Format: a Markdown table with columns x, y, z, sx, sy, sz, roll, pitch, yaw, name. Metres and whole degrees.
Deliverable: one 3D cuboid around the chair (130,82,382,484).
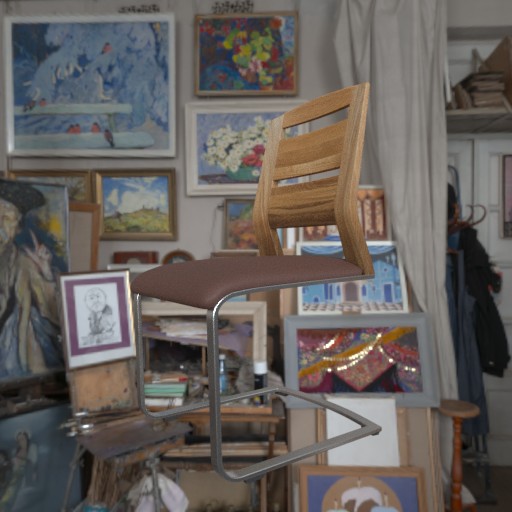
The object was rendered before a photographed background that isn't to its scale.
| x | y | z | sx | sy | sz | roll | pitch | yaw | name |
| --- | --- | --- | --- | --- | --- | --- | --- | --- | --- |
| 0.000 | 0.000 | 1.231 | 0.570 | 0.970 | 0.460 | -1 | 1 | -35 | chair |
